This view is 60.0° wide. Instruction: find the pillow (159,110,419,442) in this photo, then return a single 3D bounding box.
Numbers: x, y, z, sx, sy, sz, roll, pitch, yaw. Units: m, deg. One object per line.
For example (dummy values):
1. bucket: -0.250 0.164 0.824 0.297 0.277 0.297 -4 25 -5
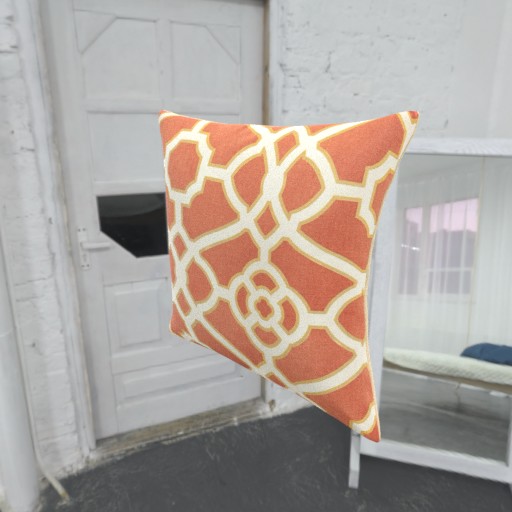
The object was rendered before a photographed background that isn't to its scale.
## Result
1. pillow: 0.000 0.000 0.813 0.552 0.508 0.166 16 25 40
